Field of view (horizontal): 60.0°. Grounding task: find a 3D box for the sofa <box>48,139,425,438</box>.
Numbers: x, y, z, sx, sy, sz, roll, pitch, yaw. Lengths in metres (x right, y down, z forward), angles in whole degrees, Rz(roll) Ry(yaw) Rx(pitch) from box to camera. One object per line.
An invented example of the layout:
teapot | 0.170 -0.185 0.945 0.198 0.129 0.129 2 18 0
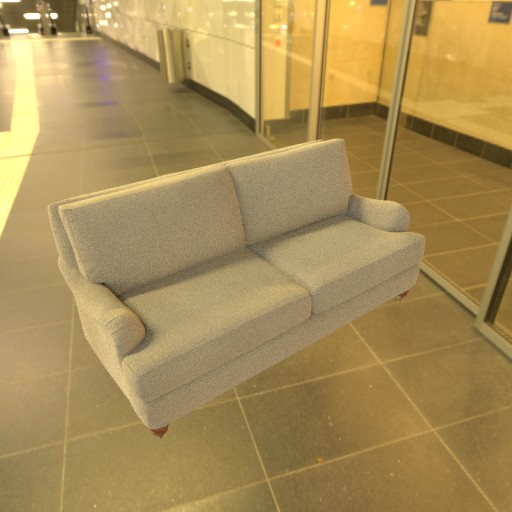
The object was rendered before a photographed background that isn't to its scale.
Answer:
sofa | 0.000 0.000 2.694 2.070 0.997 1.091 -21 36 -31
